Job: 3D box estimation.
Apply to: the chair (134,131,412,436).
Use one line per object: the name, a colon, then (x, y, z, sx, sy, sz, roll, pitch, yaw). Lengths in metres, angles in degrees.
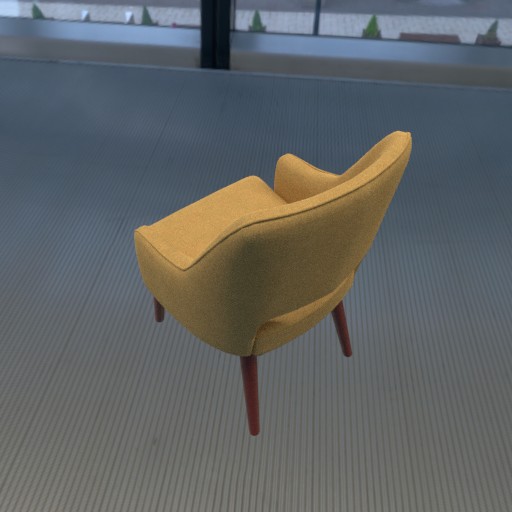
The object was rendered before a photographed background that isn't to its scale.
chair: (0.000, 0.000, 1.212, 0.548, 0.849, 0.605, -31, 55, -26)
